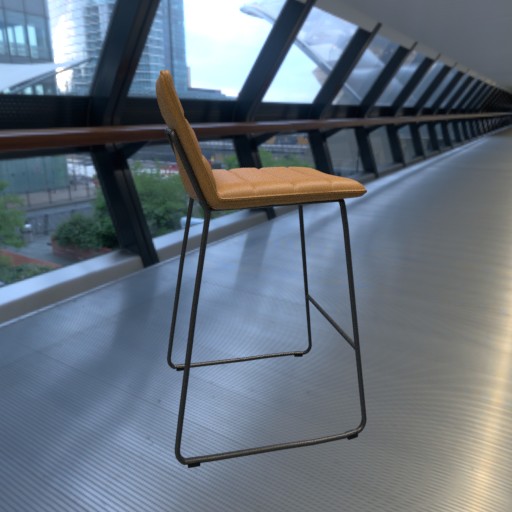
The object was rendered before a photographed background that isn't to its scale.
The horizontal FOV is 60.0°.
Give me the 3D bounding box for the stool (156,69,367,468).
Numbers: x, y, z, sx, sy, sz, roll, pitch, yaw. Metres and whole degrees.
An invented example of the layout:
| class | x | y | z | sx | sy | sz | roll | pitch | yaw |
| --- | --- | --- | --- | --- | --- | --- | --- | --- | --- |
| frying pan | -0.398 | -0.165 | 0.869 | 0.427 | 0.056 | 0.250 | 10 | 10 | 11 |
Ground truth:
| class | x | y | z | sx | sy | sz | roll | pitch | yaw |
| --- | --- | --- | --- | --- | --- | --- | --- | --- | --- |
| stool | 0.000 | 0.000 | 1.252 | 0.524 | 0.936 | 0.489 | -4 | 17 | -13 |
